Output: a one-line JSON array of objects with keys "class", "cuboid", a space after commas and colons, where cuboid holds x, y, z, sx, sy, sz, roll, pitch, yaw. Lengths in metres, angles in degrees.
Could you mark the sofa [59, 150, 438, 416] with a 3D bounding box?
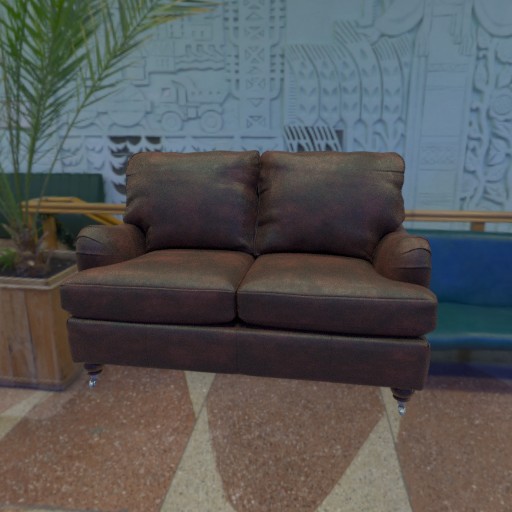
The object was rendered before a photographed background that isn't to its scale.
[{"class": "sofa", "cuboid": [0.000, 0.000, 2.333, 1.628, 1.070, 1.148, 2, 16, 8]}]
